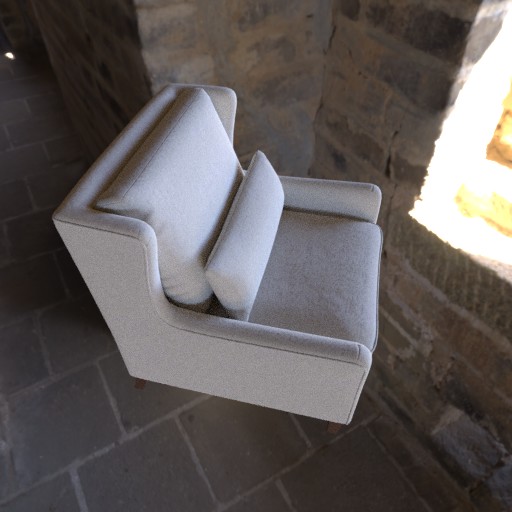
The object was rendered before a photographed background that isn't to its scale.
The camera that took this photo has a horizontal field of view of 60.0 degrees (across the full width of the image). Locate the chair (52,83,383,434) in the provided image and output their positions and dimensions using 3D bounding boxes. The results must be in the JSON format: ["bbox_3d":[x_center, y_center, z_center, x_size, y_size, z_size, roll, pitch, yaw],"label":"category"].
[{"bbox_3d":[0.000,0.000,1.863,1.040,1.056,0.982,9,46,9],"label":"chair"}]
